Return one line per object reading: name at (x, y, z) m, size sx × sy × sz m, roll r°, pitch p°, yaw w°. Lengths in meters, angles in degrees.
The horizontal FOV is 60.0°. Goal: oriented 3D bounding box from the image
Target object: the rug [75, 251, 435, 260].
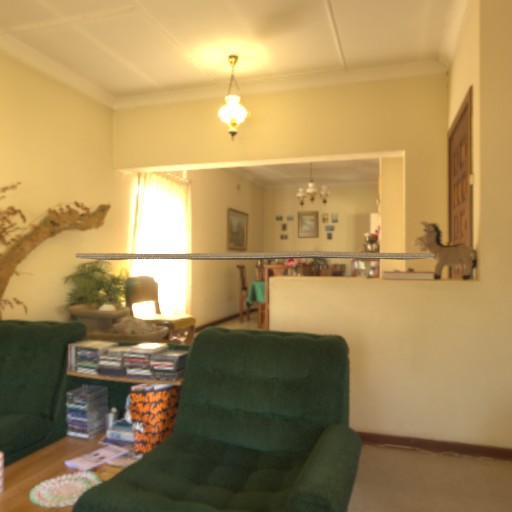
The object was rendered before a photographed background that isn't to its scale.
rug at (0.000, 0.000, 3.109) m, size 1.553 × 0.053 × 2.430 m, roll 0°, pitch 0°, yaw 1°
